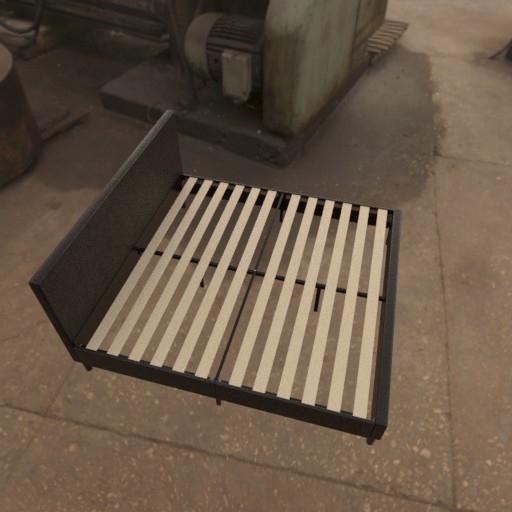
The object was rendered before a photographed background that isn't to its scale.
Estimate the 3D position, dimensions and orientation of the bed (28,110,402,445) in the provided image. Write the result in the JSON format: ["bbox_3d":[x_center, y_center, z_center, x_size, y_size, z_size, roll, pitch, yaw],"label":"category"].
[{"bbox_3d":[0.000,0.000,3.365,2.152,1.046,2.018,11,48,10],"label":"bed"}]
